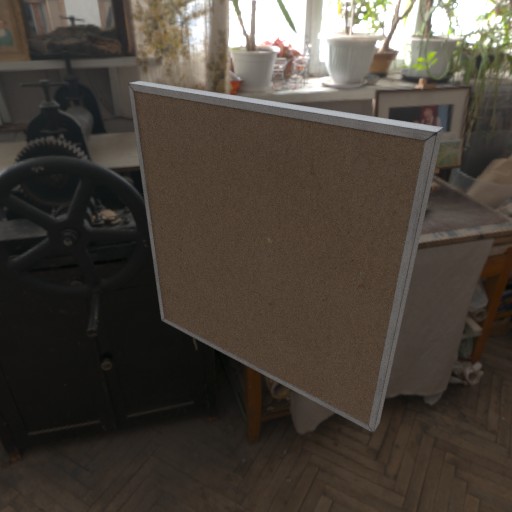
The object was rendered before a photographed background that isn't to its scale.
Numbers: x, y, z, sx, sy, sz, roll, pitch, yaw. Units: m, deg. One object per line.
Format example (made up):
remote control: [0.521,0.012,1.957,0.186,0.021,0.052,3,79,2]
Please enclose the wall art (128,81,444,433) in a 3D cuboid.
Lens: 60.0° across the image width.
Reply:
wall art: [0.000,0.000,1.130,0.762,0.762,0.038,20,37,30]
